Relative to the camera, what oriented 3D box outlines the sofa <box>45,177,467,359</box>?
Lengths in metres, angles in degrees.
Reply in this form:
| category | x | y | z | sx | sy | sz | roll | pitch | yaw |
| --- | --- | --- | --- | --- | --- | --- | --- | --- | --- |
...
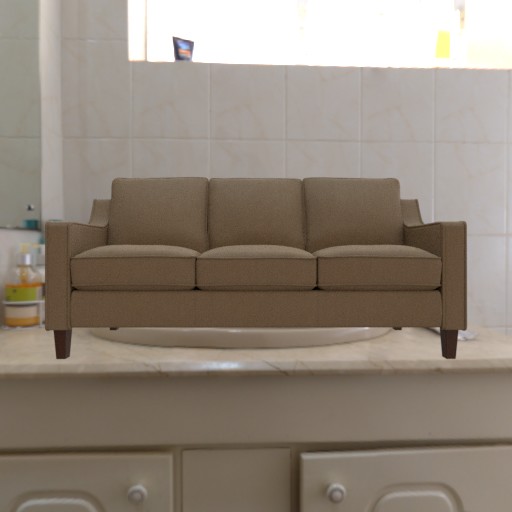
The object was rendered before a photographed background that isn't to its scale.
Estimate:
| category | x | y | z | sx | sy | sz | roll | pitch | yaw |
| --- | --- | --- | --- | --- | --- | --- | --- | --- | --- |
| sofa | 0.000 | 0.000 | 2.511 | 1.986 | 0.974 | 0.911 | 0 | 0 | 0 |
